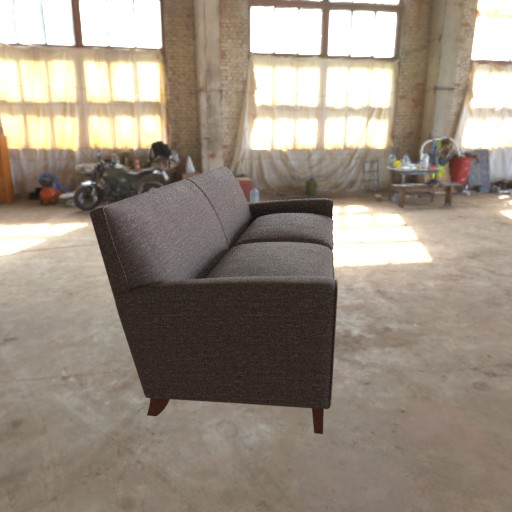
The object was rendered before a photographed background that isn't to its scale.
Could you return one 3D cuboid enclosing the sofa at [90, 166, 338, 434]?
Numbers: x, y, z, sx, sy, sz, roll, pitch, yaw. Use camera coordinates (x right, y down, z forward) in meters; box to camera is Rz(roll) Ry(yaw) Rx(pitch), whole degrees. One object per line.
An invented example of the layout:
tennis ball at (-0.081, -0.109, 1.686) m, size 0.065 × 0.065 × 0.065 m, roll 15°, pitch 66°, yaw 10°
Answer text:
sofa at (0.000, 0.000, 2.489) m, size 0.875 × 0.846 × 1.976 m, roll 2°, pitch 16°, yaw 9°
